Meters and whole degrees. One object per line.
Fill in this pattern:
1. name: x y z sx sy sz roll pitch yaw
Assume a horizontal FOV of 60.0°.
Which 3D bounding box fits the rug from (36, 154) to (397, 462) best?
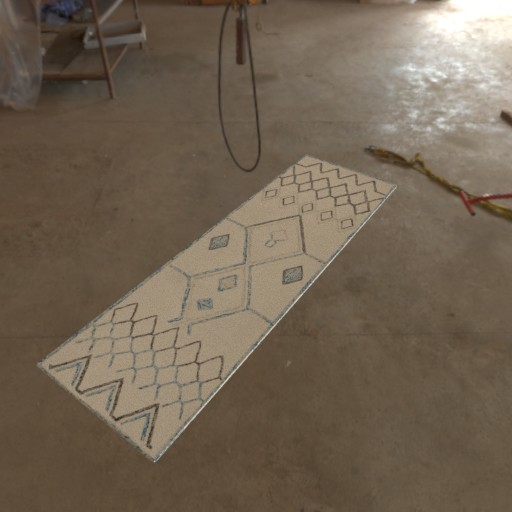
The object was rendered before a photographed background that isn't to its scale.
1. rug: 0.000 0.000 2.629 0.770 0.013 2.434 25 48 26
